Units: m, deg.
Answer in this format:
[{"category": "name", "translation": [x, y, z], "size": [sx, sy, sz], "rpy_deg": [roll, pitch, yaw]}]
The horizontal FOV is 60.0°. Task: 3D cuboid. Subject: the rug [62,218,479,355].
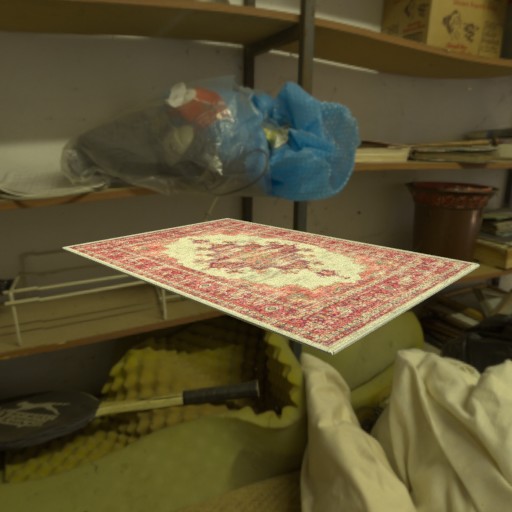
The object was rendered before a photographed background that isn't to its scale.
[{"category": "rug", "translation": [0.000, 0.000, 2.238], "size": [1.747, 0.011, 1.217], "rpy_deg": [14, 21, 42]}]
